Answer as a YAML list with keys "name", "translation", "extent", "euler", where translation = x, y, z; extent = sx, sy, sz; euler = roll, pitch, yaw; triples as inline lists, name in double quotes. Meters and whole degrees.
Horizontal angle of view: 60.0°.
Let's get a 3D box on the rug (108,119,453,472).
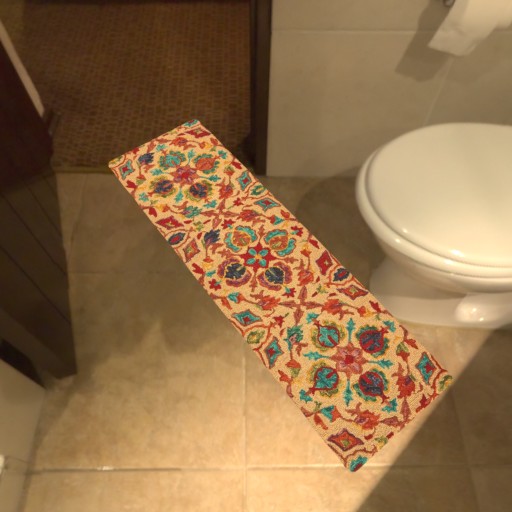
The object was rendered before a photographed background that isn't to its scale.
- name: "rug"
  translation: [0.000, 0.000, 2.496]
  extent: [0.693, 0.016, 2.273]
  euler: [-33, 64, -18]
